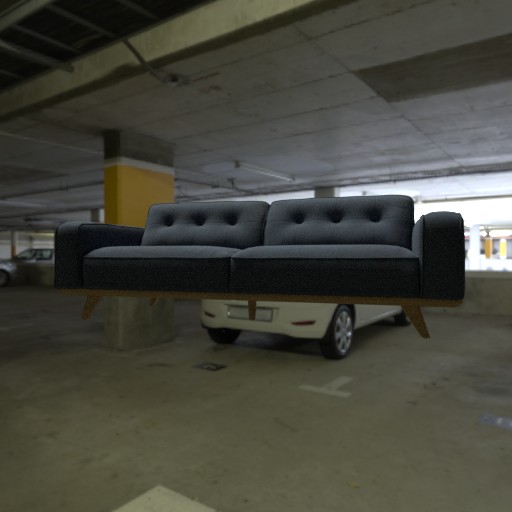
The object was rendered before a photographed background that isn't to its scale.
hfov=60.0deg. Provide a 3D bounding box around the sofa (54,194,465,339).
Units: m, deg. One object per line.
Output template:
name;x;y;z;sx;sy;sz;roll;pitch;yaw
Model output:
sofa;0.000;0.000;2.759;2.270;0.782;0.953;0;0;17
